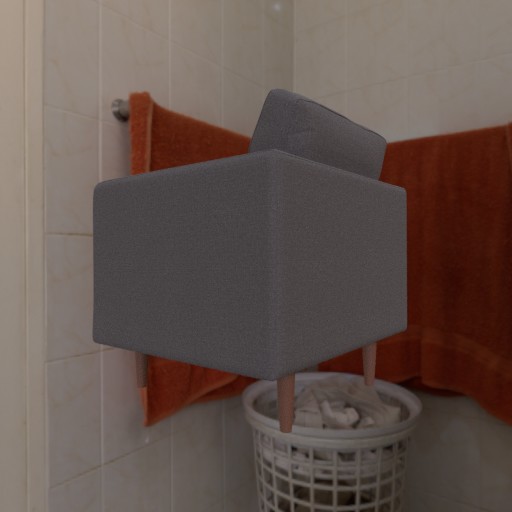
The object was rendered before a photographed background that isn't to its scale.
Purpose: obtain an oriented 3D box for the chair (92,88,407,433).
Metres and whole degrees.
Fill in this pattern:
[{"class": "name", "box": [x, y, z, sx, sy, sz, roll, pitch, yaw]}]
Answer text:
[{"class": "chair", "box": [0.000, 0.000, 1.577, 0.800, 0.927, 0.854, 0, 1, 39]}]
